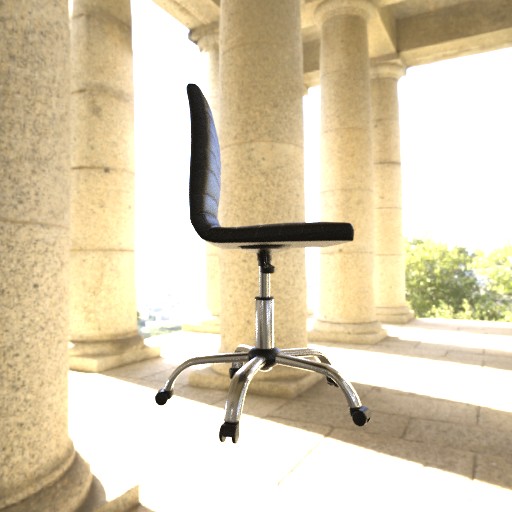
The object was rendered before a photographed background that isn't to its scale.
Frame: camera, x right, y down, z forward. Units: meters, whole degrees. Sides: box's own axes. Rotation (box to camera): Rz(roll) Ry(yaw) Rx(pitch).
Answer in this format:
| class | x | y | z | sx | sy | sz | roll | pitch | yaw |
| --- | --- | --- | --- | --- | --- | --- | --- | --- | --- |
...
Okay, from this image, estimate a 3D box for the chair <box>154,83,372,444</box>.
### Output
| class | x | y | z | sx | sy | sz | roll | pitch | yaw |
| --- | --- | --- | --- | --- | --- | --- | --- | --- | --- |
| chair | 0.000 | 0.000 | 1.179 | 0.530 | 0.780 | 0.556 | 0 | -1 | -1 |
